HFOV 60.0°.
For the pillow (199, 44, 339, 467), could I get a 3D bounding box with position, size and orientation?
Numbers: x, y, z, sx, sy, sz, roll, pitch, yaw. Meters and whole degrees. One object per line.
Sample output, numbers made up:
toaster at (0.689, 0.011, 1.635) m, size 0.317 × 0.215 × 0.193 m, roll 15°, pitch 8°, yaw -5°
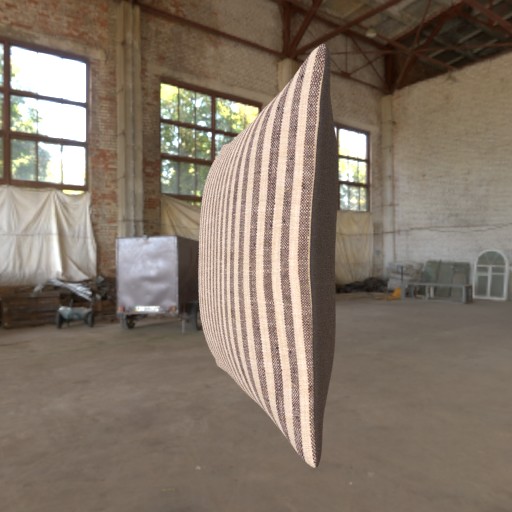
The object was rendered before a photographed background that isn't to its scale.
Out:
pillow at (0.000, 0.000, 0.773) m, size 0.166 × 0.506 × 0.523 m, roll 0°, pitch 0°, yaw -17°
